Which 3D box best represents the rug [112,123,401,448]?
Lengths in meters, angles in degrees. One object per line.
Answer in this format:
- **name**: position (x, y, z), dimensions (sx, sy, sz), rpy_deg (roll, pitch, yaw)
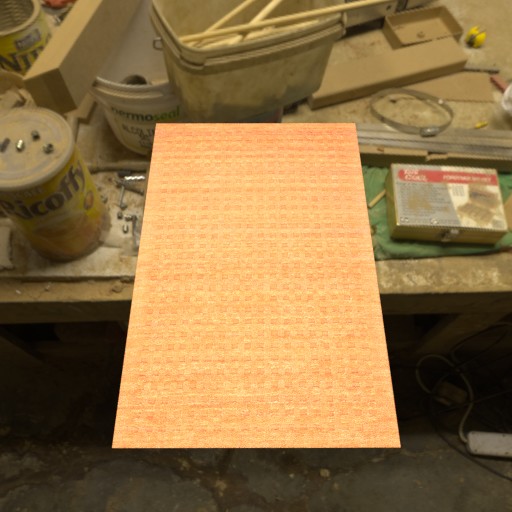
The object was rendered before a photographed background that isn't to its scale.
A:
- **rug**: position (0.000, 0.000, 2.870), dimensions (1.524, 0.006, 2.285), rpy_deg (0, 63, 0)
